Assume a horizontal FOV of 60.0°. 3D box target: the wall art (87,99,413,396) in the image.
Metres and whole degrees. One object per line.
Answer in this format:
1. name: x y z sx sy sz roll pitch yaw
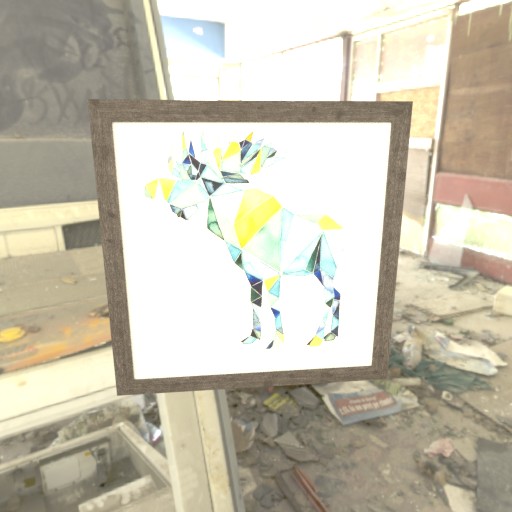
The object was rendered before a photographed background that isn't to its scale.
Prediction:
1. wall art: 0.000 0.000 0.689 0.457 0.457 0.013 -2 16 -6
